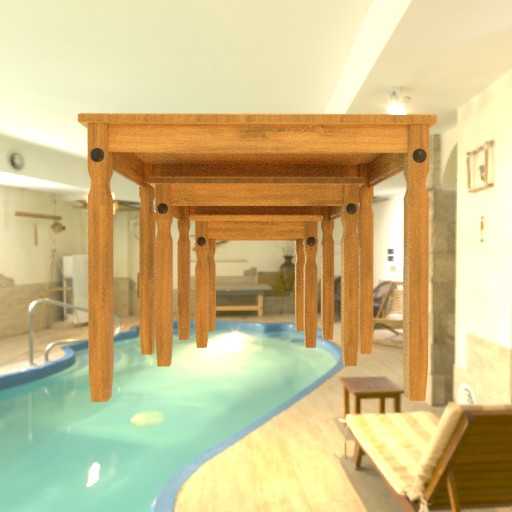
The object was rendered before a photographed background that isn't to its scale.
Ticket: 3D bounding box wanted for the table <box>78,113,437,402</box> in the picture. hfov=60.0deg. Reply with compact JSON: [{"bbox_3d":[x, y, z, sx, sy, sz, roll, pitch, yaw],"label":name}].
[{"bbox_3d":[0.000,0.000,1.203,0.660,0.535,0.773,0,1,-1],"label":"table"}]
